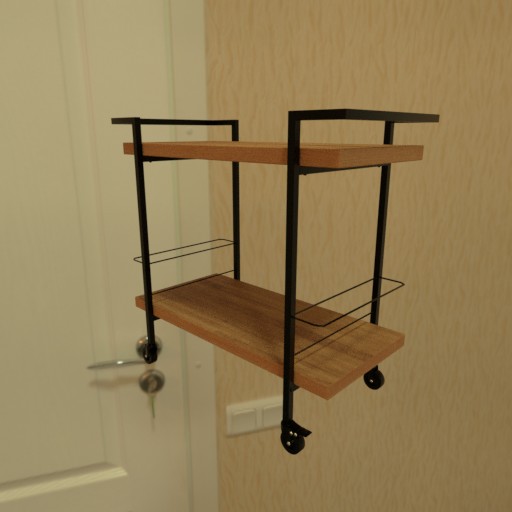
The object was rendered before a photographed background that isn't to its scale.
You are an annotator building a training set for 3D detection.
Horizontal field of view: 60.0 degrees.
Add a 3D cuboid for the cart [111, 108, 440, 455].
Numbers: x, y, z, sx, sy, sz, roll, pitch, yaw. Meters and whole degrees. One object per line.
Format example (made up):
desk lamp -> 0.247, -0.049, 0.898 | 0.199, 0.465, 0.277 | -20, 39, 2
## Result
cart -> 0.000, 0.000, 1.268 | 0.806, 0.762, 0.406 | 15, 21, 42
